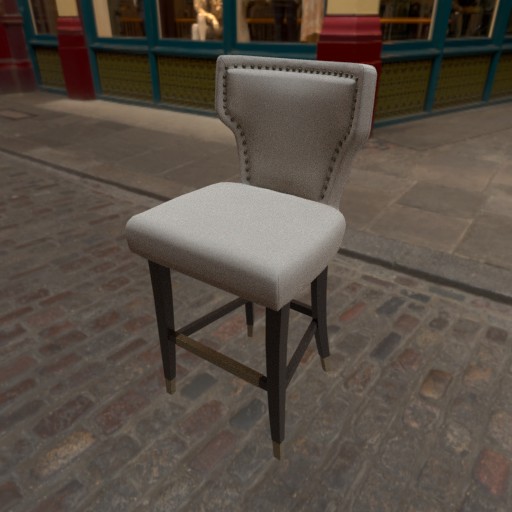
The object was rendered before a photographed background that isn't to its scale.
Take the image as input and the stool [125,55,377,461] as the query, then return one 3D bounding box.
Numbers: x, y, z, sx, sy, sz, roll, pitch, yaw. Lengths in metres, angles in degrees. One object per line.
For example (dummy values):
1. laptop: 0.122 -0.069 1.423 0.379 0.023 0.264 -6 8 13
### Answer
1. stool: 0.000 0.000 1.370 0.526 1.092 0.563 19 34 30
